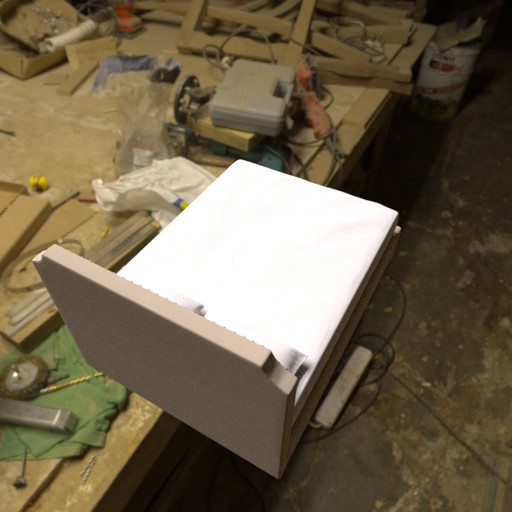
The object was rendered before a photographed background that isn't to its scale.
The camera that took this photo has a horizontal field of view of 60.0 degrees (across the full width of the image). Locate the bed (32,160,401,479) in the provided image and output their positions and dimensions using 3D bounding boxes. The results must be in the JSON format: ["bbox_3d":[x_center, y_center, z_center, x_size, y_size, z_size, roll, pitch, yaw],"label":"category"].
[{"bbox_3d":[0.000,0.000,3.405,1.703,1.415,2.329,23,50,20],"label":"bed"}]
